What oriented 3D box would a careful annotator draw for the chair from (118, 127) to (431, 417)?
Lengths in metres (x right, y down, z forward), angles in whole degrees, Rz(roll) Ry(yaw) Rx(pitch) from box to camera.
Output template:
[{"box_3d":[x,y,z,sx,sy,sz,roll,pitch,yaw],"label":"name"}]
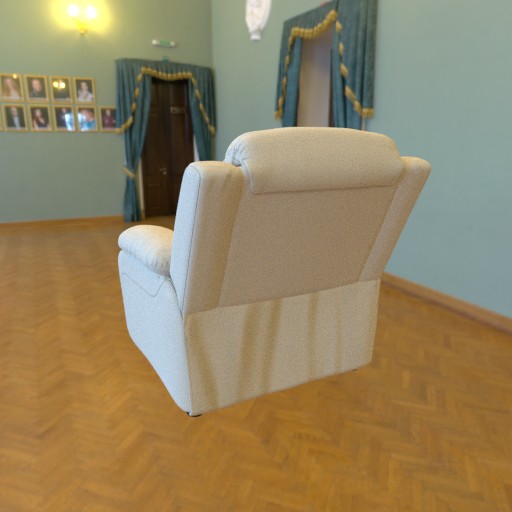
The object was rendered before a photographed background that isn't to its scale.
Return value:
[{"box_3d":[0.000,0.000,1.282,0.680,0.702,0.709,-8,16,-27],"label":"chair"}]
